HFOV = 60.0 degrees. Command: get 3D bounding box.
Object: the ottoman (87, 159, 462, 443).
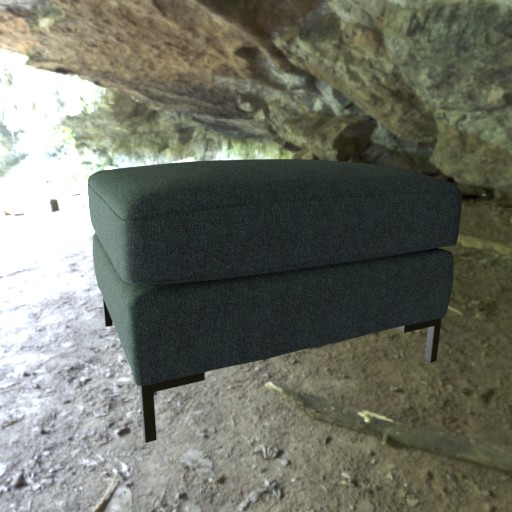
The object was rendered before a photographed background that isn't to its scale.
[{"bbox_3d":[0.000,0.000,1.267,0.831,0.533,0.695,-7,17,-24],"label":"ottoman"}]
